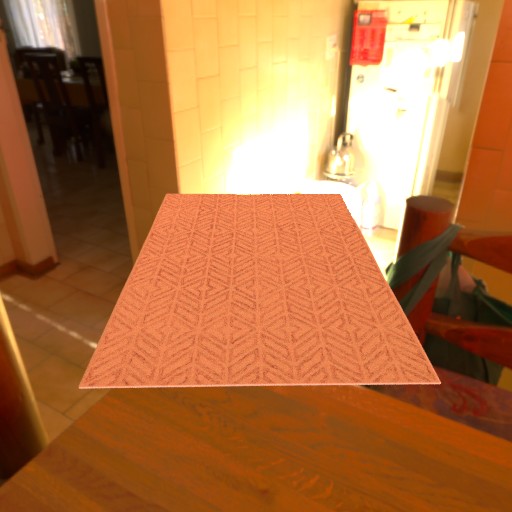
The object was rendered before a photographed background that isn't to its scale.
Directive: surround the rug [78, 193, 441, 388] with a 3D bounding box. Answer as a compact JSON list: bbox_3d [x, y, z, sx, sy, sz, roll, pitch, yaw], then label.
[{"bbox_3d":[0.000,0.000,2.291,1.220,0.007,1.828,0,28,-1],"label":"rug"}]
